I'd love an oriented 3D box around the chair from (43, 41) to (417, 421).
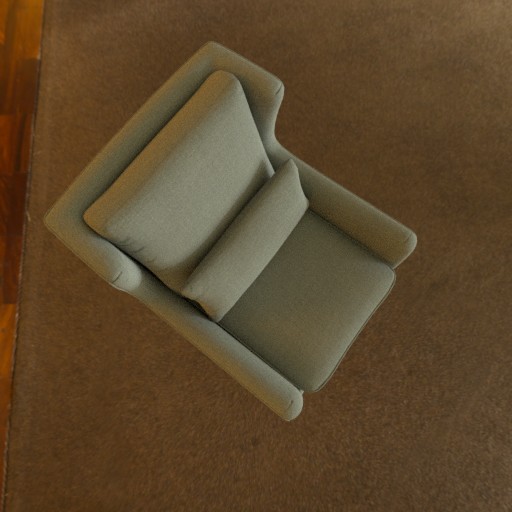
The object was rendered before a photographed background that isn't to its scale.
[{"bbox_3d":[0.000,0.000,1.807,1.040,1.056,0.866,36,78,9],"label":"chair"}]
